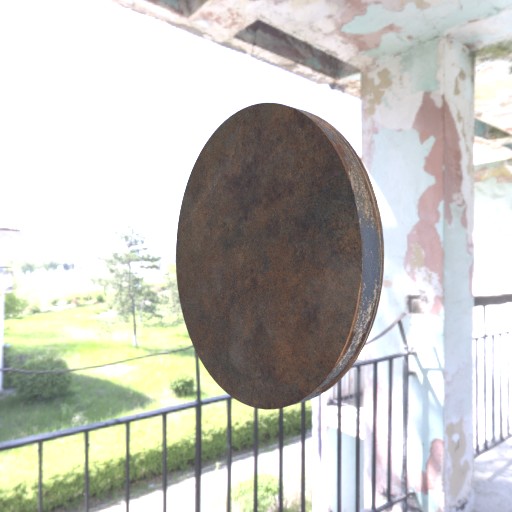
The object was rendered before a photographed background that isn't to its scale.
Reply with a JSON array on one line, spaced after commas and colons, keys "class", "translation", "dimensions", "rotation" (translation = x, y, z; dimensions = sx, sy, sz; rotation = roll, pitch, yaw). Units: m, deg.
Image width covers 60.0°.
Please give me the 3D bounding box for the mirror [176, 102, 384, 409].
[{"class": "mirror", "translation": [0.000, 0.000, 0.893], "dimensions": [0.061, 0.585, 0.585], "rotation": [0, 0, -37]}]
